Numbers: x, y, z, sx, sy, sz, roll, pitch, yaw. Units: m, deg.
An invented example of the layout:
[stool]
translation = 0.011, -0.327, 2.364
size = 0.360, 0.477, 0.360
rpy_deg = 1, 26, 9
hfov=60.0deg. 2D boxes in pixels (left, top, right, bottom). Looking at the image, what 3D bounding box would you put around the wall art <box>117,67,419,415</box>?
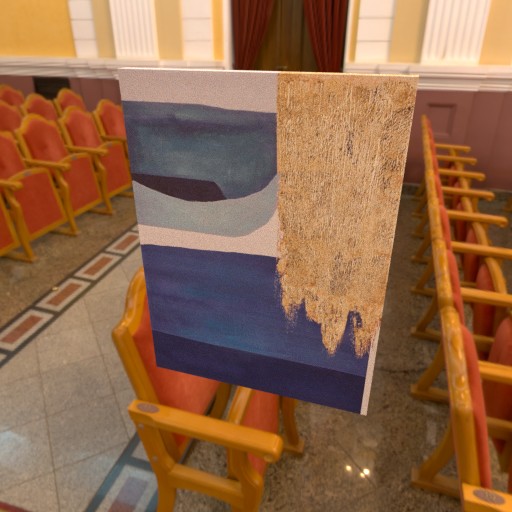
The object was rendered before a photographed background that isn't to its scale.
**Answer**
[wall art]
translation = 0.000, 0.000, 0.796
size = 0.458, 0.613, 0.026
rpy_deg = 8, 28, 16
